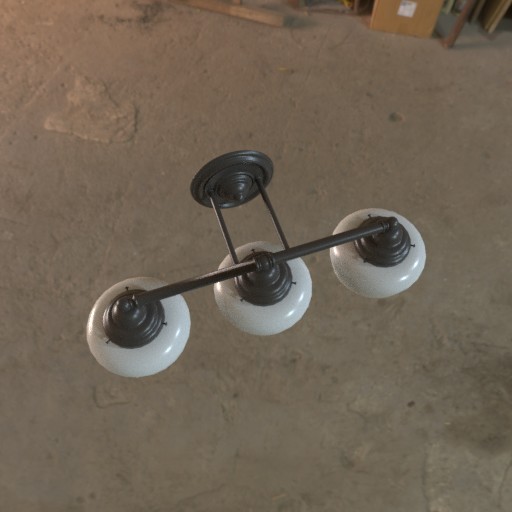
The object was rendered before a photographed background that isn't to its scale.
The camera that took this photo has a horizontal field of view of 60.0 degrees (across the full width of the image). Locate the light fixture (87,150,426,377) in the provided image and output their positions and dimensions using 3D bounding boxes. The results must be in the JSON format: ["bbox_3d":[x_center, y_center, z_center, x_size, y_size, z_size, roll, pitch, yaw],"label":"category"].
[{"bbox_3d":[0.000,0.000,0.721,0.587,0.242,0.239,-17,65,-8],"label":"light fixture"}]
